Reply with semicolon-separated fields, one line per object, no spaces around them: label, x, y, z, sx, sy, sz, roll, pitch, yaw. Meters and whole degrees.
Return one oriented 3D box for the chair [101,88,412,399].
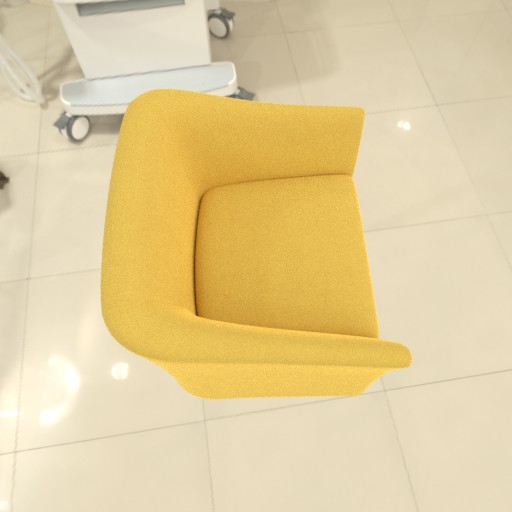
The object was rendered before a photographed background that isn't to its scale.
chair;0.000;0.000;1.358;0.700;0.720;0.790;-2;64;-1
